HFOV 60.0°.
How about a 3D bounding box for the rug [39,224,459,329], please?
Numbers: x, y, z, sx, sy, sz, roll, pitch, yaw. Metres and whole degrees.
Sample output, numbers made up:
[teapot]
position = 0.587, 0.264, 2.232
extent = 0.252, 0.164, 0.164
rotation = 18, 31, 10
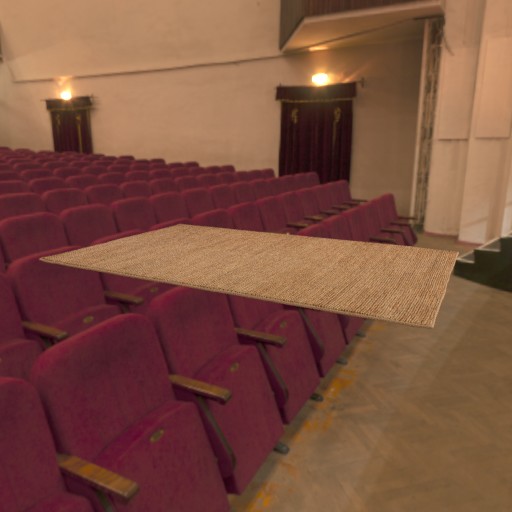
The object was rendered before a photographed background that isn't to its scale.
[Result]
[rug]
position = 0.000, 0.000, 3.022
extent = 2.438, 0.034, 1.521
rotation = 7, 16, 27
